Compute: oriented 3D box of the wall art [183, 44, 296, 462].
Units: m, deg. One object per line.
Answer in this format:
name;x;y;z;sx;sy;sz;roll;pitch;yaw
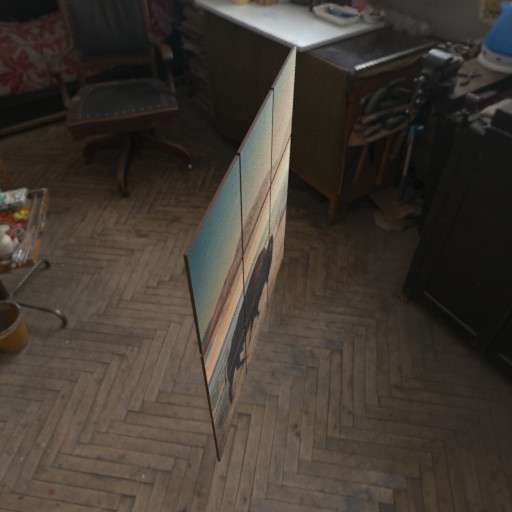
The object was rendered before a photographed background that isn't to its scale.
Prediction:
wall art;0.000;0.000;2.265;0.019;1.532;1.533;11;47;10
